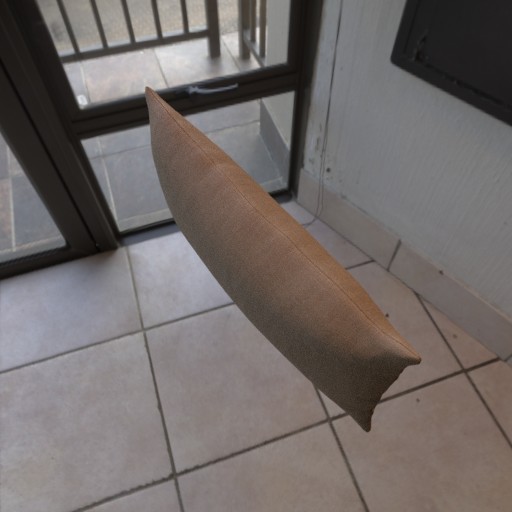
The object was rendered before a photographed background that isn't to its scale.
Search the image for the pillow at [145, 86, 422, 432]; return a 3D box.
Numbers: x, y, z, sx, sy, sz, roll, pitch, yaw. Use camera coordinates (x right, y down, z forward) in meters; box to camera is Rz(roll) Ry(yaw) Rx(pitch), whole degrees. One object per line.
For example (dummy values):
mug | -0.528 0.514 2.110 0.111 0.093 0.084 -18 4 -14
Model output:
pillow | 0.000 0.000 0.734 0.148 0.308 0.612 -32 62 -20
